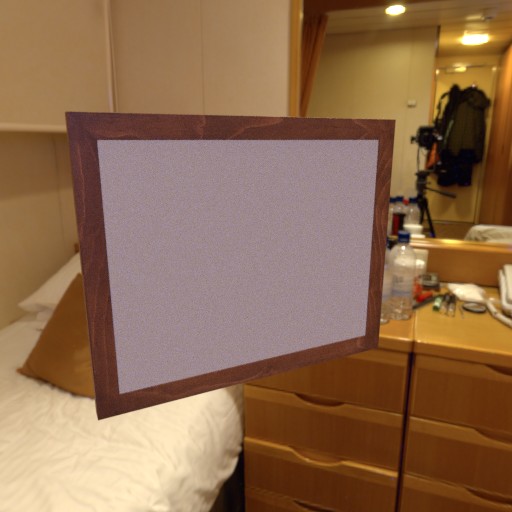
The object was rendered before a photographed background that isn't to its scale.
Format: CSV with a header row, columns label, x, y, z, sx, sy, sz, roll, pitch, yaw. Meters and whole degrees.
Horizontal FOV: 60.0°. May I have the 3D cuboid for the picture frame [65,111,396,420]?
label,x,y,z,sx,sy,sz,roll,pitch,yaw
picture frame,0.000,0.000,0.761,0.559,0.457,0.025,-7,16,-25
